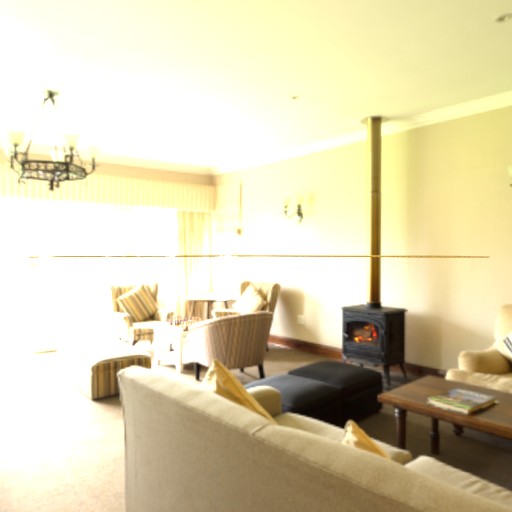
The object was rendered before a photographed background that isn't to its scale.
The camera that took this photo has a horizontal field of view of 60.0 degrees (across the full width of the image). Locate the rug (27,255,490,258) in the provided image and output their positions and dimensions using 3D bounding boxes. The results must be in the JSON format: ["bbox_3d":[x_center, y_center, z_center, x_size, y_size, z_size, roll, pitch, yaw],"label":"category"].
[{"bbox_3d":[0.000,0.000,2.558,2.340,0.013,0.686,0,1,2],"label":"rug"}]
